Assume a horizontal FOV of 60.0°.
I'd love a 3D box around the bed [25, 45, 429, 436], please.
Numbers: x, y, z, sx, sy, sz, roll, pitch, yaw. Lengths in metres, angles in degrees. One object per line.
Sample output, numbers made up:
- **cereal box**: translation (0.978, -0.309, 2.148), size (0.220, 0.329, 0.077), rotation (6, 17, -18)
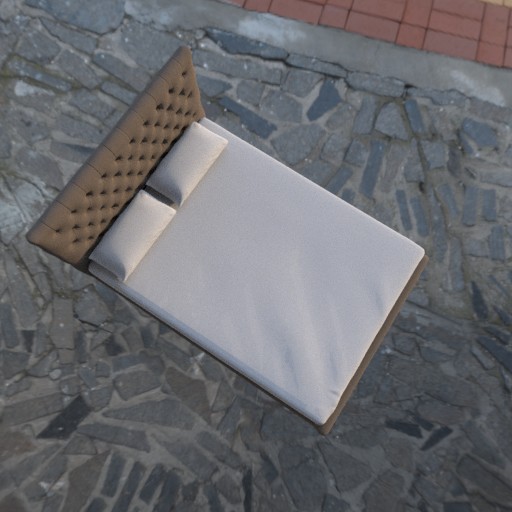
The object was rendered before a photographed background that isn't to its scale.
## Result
- **bed**: translation (0.000, 0.000, 3.425), size (2.387, 1.427, 1.698), rotation (33, 78, 8)
